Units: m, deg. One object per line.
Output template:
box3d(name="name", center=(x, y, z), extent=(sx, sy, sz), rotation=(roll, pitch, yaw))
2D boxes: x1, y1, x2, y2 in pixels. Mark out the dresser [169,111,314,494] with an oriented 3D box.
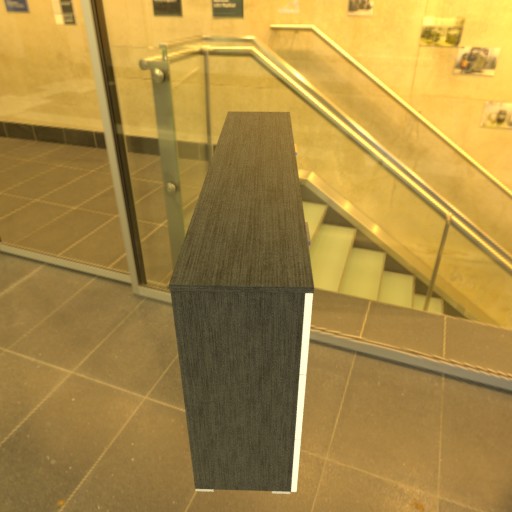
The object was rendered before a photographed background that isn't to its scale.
box3d(name="dresser", center=(0.000, 0.000, 1.822), extent=(0.333, 0.790, 1.535), rotation=(1, 32, 1))
